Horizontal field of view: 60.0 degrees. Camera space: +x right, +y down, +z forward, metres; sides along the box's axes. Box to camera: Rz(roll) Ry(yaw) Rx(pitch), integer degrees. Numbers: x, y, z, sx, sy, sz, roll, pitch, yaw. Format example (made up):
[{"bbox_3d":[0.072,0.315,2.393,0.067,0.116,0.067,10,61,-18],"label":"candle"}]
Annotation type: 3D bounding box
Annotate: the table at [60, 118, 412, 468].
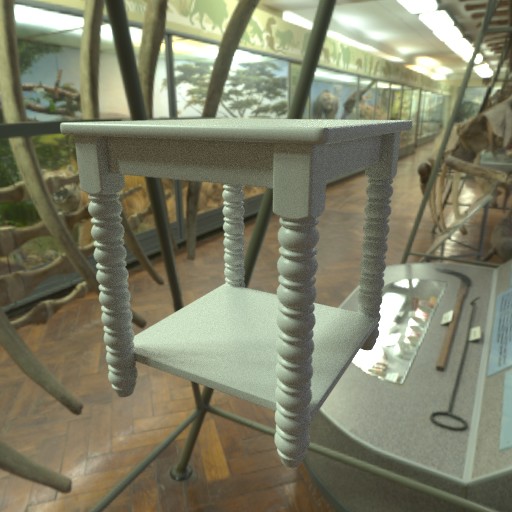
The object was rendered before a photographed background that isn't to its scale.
[{"bbox_3d":[0.000,0.000,0.968,0.500,0.563,0.533,10,21,28],"label":"table"}]
